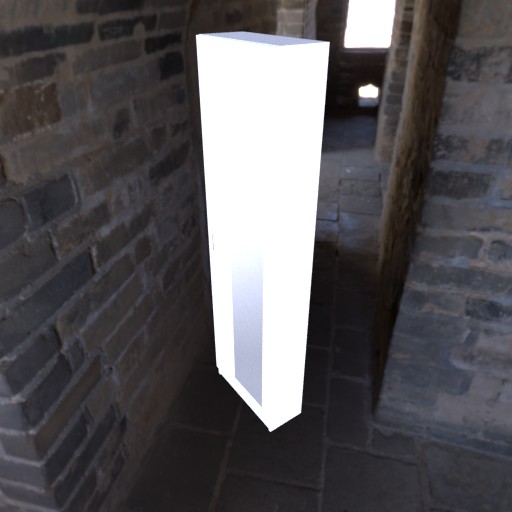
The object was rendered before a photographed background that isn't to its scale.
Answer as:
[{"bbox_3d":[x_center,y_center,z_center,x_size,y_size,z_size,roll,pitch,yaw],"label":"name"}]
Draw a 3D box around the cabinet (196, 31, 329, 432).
[{"bbox_3d":[0.000,0.000,2.021,0.230,1.790,0.500,-20,37,-30],"label":"cabinet"}]
